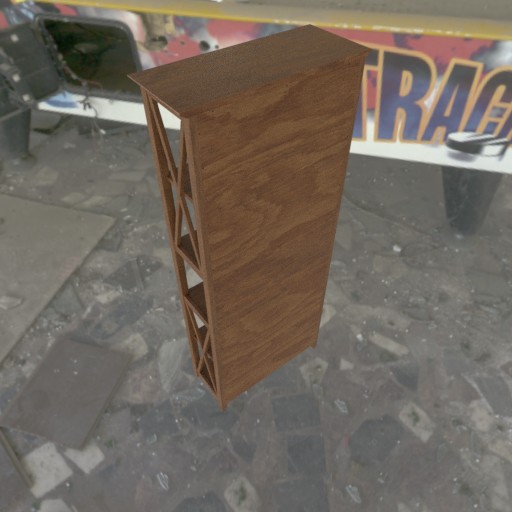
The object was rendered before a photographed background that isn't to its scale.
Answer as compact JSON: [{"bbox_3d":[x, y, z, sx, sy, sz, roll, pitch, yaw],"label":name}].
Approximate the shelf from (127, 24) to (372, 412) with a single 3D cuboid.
[{"bbox_3d":[0.000,0.000,2.202,0.805,1.905,0.335,-28,52,-25],"label":"shelf"}]
